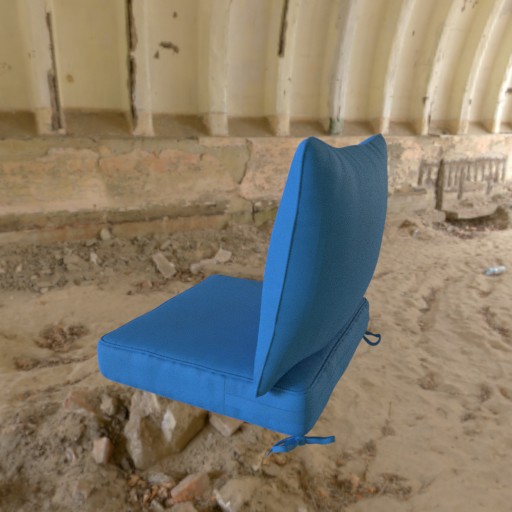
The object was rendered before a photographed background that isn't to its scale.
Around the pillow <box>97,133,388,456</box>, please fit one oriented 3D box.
[{"bbox_3d":[0.000,0.000,1.360,0.733,0.725,0.798,8,18,24],"label":"pillow"}]
